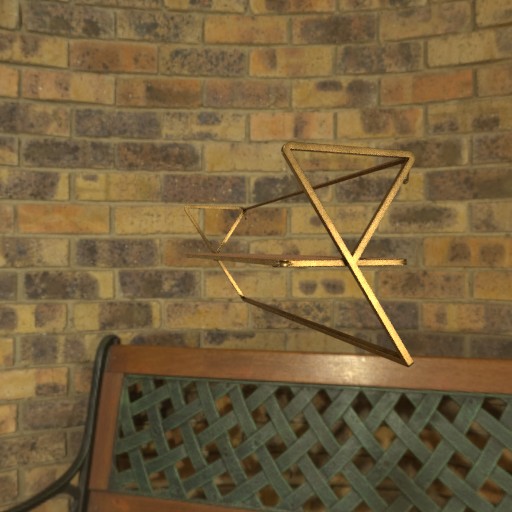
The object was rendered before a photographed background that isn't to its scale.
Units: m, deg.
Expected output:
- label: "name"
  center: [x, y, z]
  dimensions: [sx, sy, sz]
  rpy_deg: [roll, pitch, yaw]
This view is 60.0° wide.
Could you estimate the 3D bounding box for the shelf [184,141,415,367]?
- label: "shelf"
  center: [0.000, 0.000, 0.754]
  dimensions: [0.150, 0.229, 0.645]
  rpy_deg: [0, 1, -18]
